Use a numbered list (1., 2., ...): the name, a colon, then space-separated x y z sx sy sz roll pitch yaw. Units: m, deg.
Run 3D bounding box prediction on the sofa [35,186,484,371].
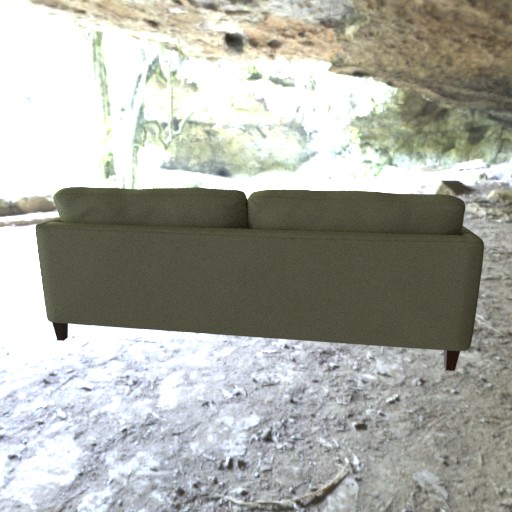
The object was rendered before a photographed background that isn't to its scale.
1. sofa: 0.000 0.000 2.807 2.404 0.912 0.988 2 15 9
